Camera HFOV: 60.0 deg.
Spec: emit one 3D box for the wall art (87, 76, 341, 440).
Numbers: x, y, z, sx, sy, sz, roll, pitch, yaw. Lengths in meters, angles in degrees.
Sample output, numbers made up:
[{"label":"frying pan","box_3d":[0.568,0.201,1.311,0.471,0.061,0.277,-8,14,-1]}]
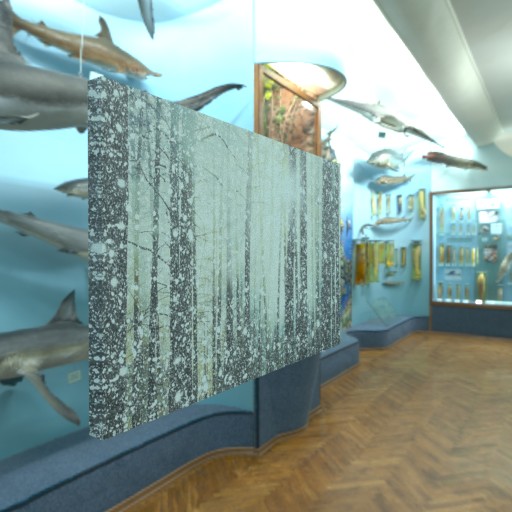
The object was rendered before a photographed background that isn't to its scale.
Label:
[{"label":"wall art","box_3d":[0.000,0.000,1.111,0.038,0.598,0.919,1,1,36]}]
